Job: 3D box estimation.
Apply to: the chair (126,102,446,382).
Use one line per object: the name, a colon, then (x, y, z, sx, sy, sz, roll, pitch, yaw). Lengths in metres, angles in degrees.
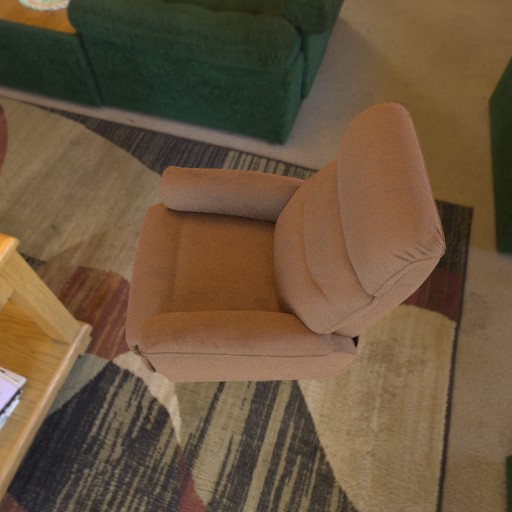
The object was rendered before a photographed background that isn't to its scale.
chair: (0.000, 0.000, 1.702, 1.004, 1.037, 0.820, 0, 58, 0)
